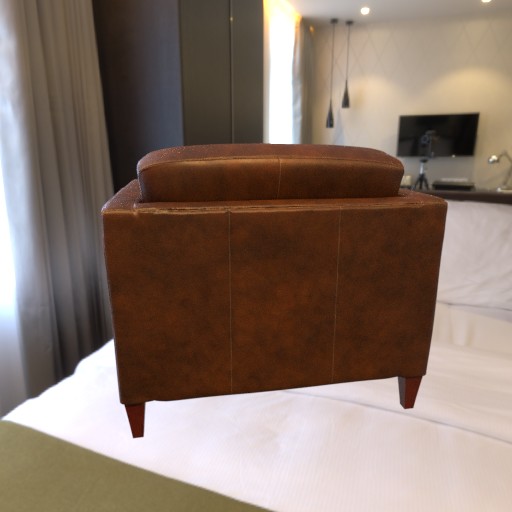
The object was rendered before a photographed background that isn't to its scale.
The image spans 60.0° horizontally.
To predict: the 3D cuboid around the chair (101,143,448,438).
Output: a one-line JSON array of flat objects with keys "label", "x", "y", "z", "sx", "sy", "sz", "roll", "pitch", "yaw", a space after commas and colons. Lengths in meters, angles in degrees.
[{"label": "chair", "x": 0.000, "y": 0.000, "z": 1.748, "sx": 0.990, "sy": 0.864, "sz": 0.975, "roll": -2, "pitch": 15, "yaw": -9}]
